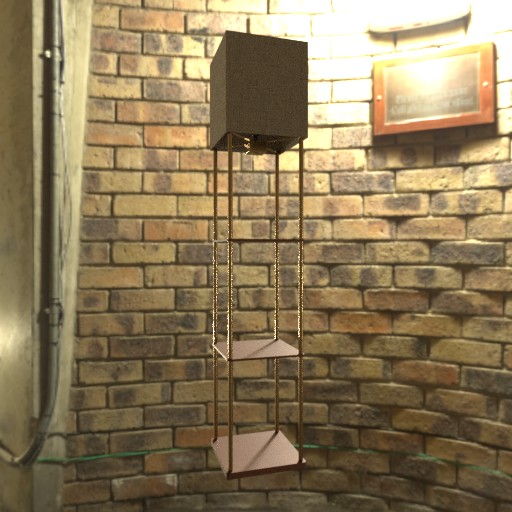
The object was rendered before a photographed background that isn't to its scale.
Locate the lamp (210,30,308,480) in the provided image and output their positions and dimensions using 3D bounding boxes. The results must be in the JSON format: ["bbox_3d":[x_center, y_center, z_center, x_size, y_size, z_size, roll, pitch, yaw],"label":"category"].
[{"bbox_3d":[0.000,0.000,1.735,0.308,1.569,0.310,0,1,-16],"label":"lamp"}]
